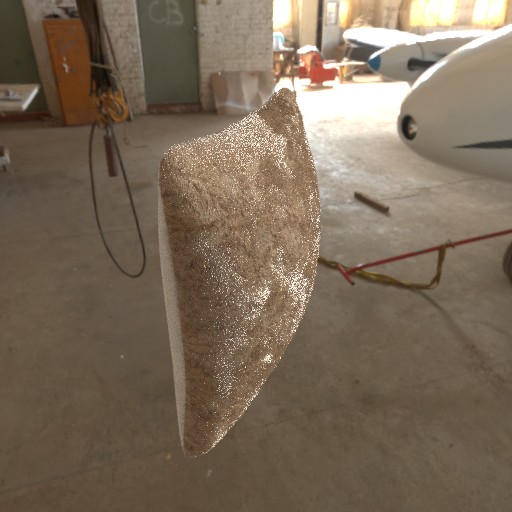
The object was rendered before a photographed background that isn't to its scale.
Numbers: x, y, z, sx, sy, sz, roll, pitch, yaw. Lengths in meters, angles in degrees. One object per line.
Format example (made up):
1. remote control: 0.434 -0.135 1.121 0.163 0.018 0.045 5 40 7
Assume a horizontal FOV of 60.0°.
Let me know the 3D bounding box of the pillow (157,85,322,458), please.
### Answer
1. pillow: 0.000 0.000 0.813 0.216 0.525 0.538 10 31 17
